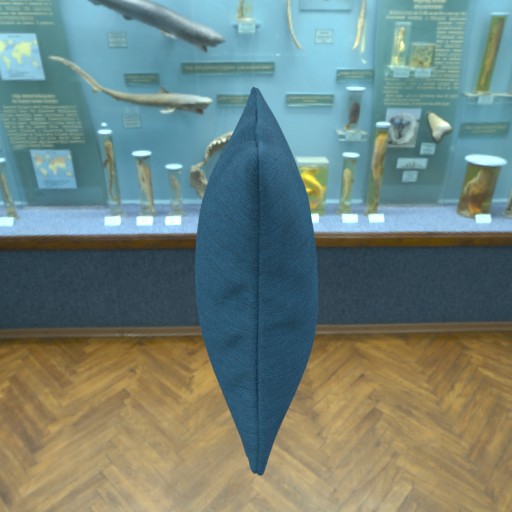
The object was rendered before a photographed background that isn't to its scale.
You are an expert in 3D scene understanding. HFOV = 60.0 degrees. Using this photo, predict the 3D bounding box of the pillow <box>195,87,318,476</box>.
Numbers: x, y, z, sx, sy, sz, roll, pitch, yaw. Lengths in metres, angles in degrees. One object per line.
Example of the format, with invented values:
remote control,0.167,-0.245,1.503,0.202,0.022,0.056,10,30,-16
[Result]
pillow,0.000,0.000,0.656,0.177,0.420,0.437,0,28,0
